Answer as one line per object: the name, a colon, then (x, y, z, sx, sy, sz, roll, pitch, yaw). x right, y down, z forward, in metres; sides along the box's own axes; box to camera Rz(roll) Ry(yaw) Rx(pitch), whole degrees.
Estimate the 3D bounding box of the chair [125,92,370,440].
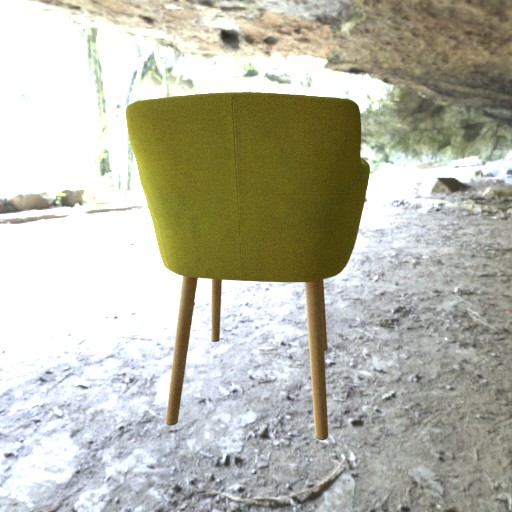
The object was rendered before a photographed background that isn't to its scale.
chair: (0.000, 0.000, 1.180, 0.570, 0.780, 0.570, 2, 16, 8)
